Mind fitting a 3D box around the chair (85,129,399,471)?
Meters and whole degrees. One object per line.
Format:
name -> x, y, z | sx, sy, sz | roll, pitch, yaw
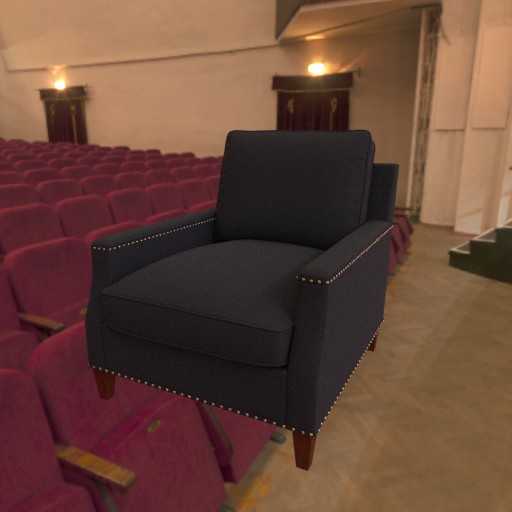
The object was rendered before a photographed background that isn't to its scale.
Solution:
chair -> 0.000, 0.000, 1.698 | 0.853, 0.943, 1.014 | 8, 17, 26
